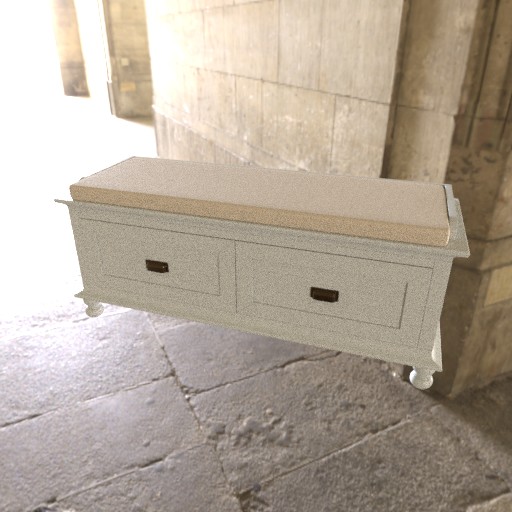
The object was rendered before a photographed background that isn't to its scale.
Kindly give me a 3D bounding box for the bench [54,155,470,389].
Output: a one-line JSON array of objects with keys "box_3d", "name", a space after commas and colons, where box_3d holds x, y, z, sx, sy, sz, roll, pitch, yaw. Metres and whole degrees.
[{"box_3d": [0.000, 0.000, 1.455, 1.185, 0.486, 0.402, 9, 28, 17], "name": "bench"}]
